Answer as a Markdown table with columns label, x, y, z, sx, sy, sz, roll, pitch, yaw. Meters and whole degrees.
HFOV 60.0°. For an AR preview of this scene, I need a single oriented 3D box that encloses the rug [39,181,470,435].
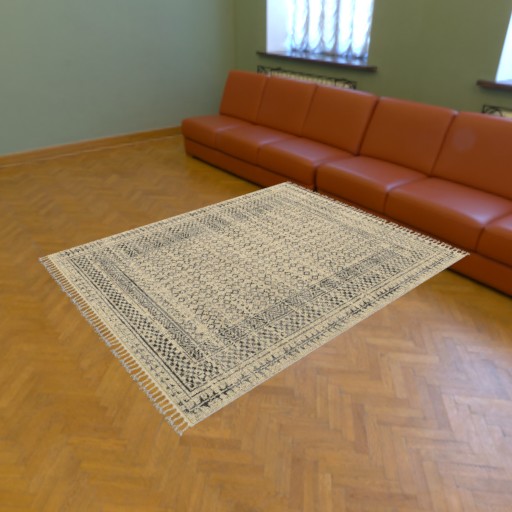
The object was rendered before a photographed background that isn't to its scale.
| label | x | y | z | sx | sy | sz | roll | pitch | yaw |
| --- | --- | --- | --- | --- | --- | --- | --- | --- | --- |
| rug | 0.000 | 0.000 | 3.803 | 2.940 | 0.013 | 2.312 | -22 | 37 | -34 |
